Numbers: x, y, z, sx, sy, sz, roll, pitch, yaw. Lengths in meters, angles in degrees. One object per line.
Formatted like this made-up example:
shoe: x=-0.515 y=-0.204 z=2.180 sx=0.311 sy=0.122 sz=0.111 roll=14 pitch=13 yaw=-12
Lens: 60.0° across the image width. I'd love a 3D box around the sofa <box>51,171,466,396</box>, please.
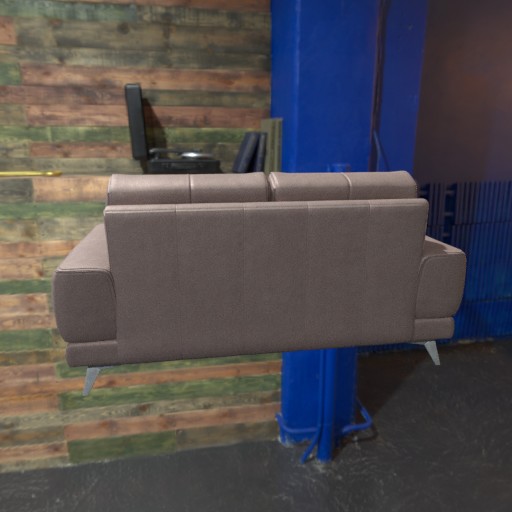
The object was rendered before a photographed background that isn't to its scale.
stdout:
sofa: x=0.000 y=0.000 z=2.328 sx=1.806 sy=0.907 sz=1.018 roll=-2 pitch=15 yaw=-9
